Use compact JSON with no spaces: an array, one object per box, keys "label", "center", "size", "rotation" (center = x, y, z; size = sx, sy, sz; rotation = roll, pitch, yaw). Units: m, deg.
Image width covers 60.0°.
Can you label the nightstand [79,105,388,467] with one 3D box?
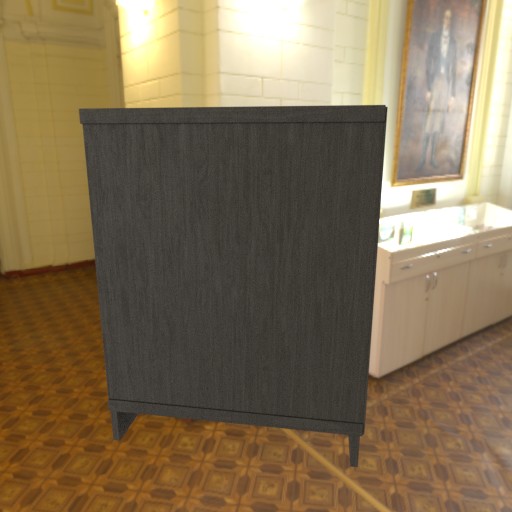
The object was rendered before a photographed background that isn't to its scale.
[{"label":"nightstand","center":[0.000,0.000,0.746],"size":[0.347,0.448,0.427],"rotation":[2,15,9]}]
